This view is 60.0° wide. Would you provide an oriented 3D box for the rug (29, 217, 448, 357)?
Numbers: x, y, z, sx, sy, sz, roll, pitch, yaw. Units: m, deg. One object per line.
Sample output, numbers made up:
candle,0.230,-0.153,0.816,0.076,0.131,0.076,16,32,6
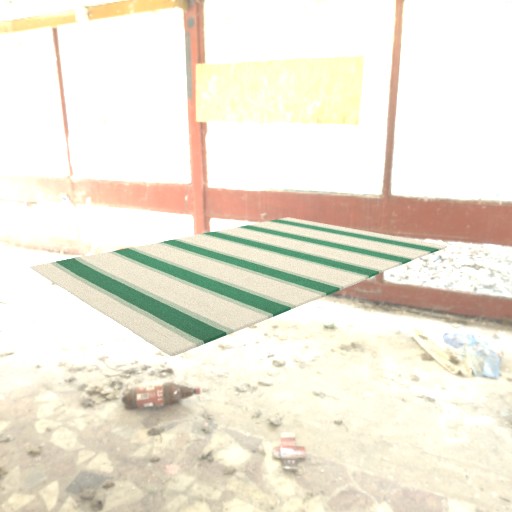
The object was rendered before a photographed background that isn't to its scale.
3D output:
rug,0.000,0.000,2.295,1.829,0.012,1.210,-14,21,-42
